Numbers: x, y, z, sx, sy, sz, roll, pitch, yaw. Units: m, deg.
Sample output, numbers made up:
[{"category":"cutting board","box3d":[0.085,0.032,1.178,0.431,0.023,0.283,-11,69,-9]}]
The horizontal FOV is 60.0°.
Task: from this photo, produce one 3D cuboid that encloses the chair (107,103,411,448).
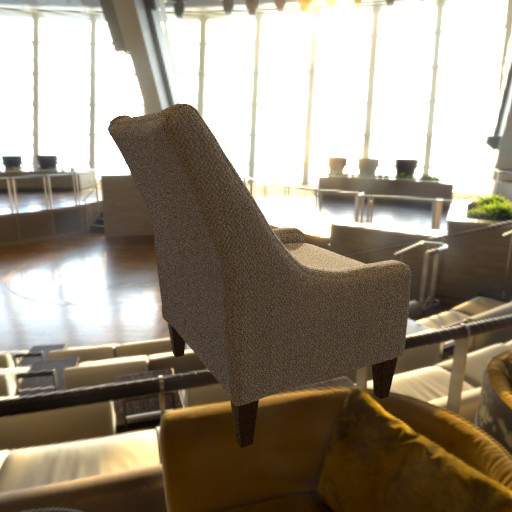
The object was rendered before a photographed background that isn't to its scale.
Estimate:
[{"category":"chair","box3d":[0.000,0.000,1.652,0.870,1.014,0.774,-8,17,-27]}]
